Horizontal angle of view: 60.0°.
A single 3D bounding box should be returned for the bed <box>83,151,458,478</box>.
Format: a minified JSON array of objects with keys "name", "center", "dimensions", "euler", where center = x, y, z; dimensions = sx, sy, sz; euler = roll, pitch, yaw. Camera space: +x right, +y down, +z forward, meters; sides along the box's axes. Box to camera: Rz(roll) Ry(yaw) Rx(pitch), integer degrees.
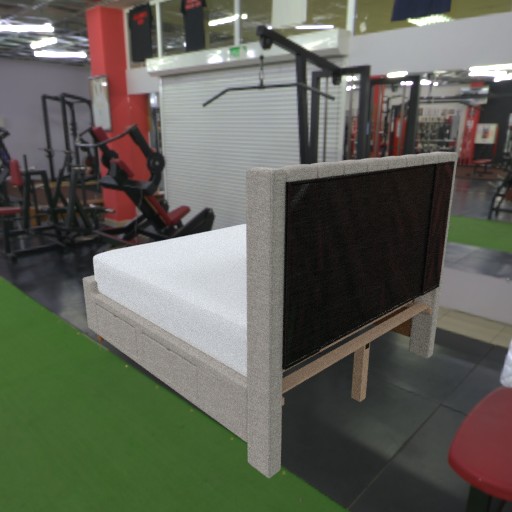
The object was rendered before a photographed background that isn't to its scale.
[{"name":"bed","center":[0.000,0.000,3.754],"dimensions":[2.044,1.748,2.372],"euler":[-15,22,-42]}]
